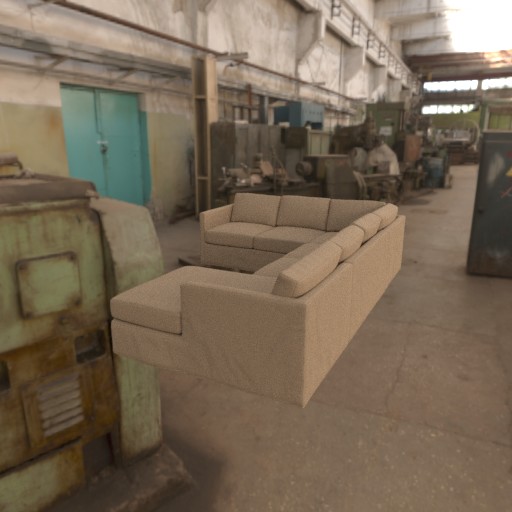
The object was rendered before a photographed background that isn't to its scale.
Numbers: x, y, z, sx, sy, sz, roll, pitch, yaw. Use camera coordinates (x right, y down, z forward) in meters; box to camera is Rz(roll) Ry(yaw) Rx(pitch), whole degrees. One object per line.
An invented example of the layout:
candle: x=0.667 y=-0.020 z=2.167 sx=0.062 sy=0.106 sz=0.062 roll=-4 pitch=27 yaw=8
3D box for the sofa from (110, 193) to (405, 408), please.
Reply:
sofa: x=0.000 y=0.000 z=4.643 sx=2.427 sy=0.882 sz=3.460 roll=8 pitch=17 yaw=26
